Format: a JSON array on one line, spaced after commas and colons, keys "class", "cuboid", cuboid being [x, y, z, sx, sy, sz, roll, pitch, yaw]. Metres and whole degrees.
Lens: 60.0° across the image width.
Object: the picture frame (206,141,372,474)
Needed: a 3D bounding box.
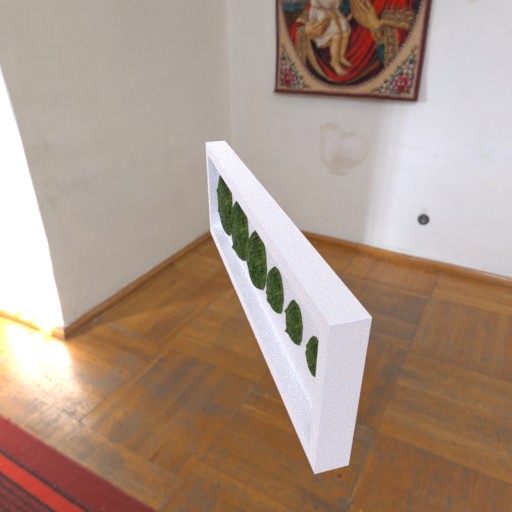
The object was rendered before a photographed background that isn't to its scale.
[{"class": "picture frame", "cuboid": [0.000, 0.000, 0.854, 0.050, 0.250, 0.759, -8, 30, -14]}]
